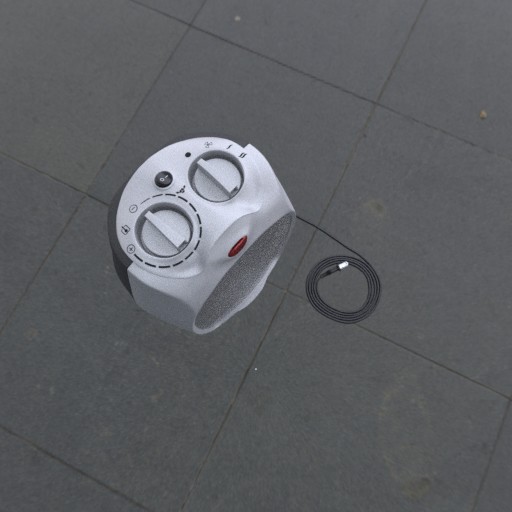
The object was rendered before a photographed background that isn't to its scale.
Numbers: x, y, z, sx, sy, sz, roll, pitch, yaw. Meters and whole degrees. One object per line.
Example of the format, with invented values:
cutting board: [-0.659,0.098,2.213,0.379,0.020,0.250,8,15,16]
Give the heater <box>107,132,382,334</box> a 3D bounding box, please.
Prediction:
heater: [0.000,0.000,0.476,0.291,0.255,0.239,40,79,9]
